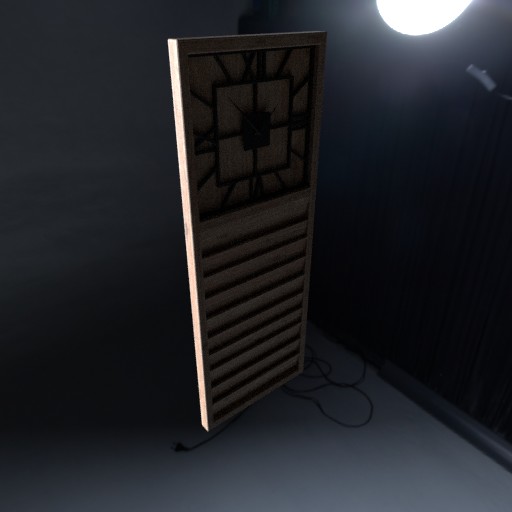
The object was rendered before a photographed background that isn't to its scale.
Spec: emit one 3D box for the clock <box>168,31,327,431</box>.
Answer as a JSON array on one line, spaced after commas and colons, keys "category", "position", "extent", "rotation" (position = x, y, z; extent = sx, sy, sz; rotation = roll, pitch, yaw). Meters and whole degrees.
[{"category": "clock", "position": [0.000, 0.000, 1.079], "extent": [0.361, 0.965, 0.030], "rotation": [-22, 36, -33]}]
